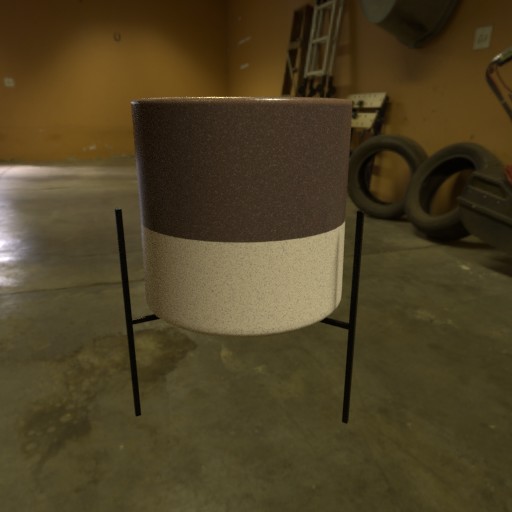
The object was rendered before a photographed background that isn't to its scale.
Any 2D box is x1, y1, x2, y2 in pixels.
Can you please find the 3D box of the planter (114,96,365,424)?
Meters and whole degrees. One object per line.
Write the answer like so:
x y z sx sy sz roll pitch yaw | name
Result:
0.000 0.000 0.531 0.260 0.353 0.250 9 20 25 | planter
